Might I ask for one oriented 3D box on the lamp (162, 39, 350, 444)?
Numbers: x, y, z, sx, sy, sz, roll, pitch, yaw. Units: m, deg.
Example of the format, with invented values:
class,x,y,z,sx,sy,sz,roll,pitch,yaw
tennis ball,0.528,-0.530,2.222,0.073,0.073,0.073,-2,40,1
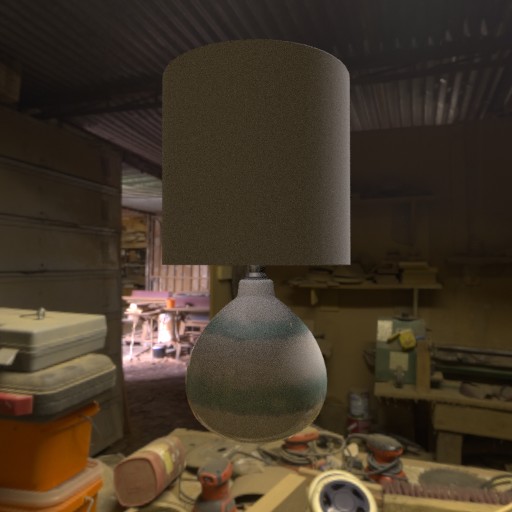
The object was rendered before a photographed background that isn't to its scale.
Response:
class,x,y,z,sx,sy,sz,roll,pitch,yaw
lamp,0.000,0.000,0.521,0.217,0.404,0.217,0,-1,19
